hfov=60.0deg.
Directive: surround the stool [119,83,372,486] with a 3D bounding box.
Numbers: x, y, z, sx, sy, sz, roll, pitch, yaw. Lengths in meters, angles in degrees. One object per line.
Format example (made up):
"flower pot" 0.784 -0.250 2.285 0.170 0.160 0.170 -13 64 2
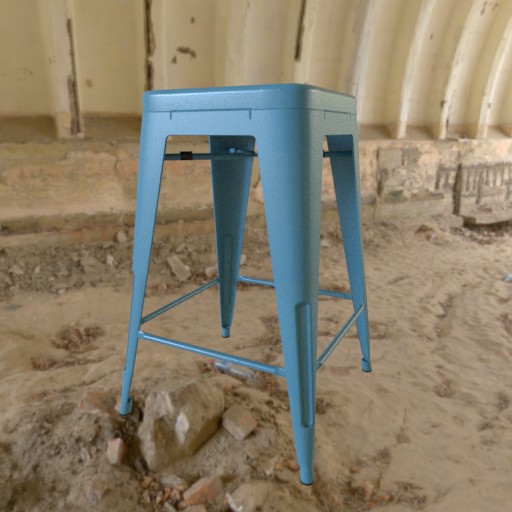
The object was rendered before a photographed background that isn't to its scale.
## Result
"stool" 0.000 0.000 0.882 0.410 0.608 0.410 8 18 26
